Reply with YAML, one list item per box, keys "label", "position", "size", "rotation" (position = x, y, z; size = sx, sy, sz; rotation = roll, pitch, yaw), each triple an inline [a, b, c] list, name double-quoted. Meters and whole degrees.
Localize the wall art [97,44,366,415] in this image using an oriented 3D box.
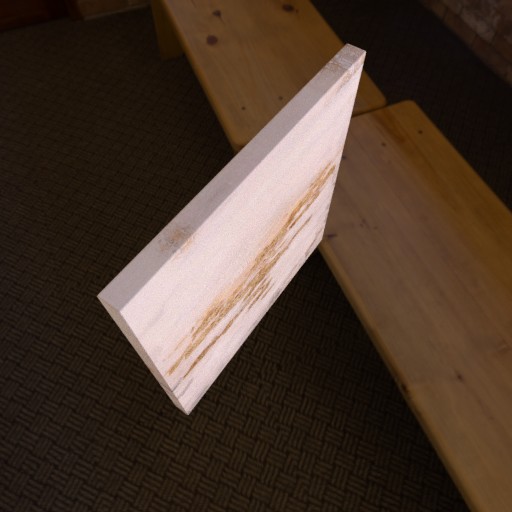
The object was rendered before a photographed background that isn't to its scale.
- label: "wall art"
  position: [0.000, 0.000, 0.922]
  size: [0.040, 0.613, 0.611]
  rotation: [32, 64, 17]
